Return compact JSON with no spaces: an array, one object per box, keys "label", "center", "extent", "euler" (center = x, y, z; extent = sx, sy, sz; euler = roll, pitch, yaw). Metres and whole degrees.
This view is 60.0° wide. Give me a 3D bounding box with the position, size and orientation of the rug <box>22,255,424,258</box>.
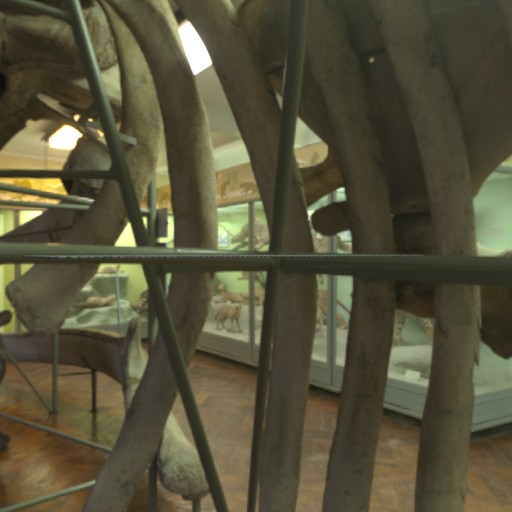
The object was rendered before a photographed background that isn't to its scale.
[{"label":"rug","center":[0.000,0.000,2.518],"extent":[2.286,0.008,0.686],"euler":[0,0,-37]}]
